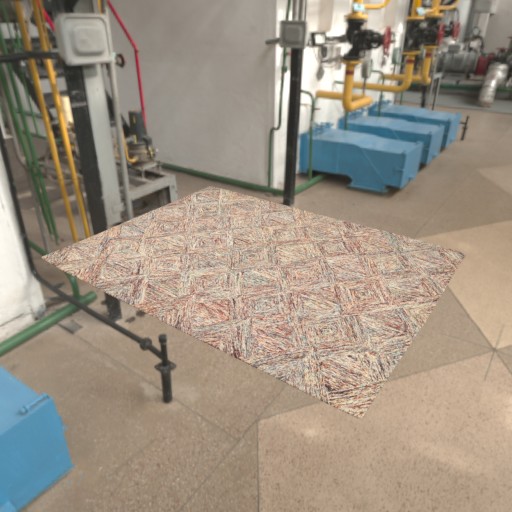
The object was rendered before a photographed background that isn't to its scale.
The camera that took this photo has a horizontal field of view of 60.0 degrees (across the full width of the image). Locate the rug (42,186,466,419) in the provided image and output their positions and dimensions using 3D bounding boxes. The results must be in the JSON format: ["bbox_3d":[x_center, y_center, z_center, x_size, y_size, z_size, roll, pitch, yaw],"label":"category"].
[{"bbox_3d":[0.000,0.000,4.169,3.226,0.024,2.436,19,34,31],"label":"rug"}]
